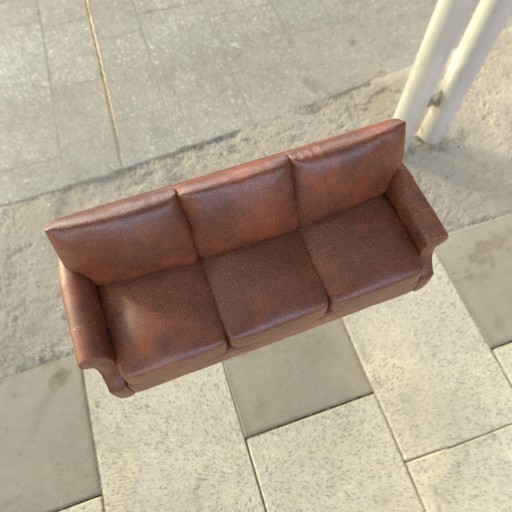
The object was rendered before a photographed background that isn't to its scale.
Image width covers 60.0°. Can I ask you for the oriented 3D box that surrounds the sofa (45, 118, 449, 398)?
[{"bbox_3d":[0.000,0.000,2.824,2.351,0.977,0.973,-18,65,-9],"label":"sofa"}]
